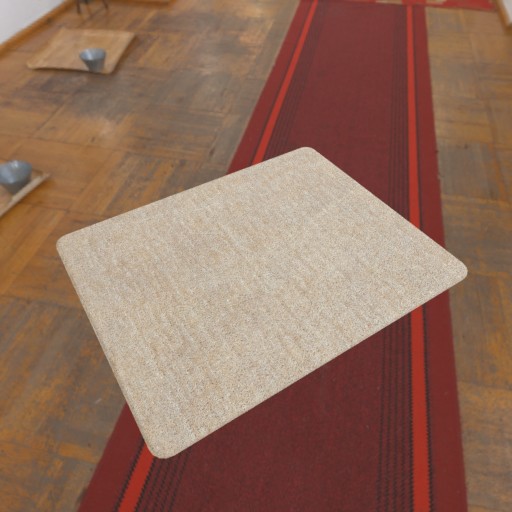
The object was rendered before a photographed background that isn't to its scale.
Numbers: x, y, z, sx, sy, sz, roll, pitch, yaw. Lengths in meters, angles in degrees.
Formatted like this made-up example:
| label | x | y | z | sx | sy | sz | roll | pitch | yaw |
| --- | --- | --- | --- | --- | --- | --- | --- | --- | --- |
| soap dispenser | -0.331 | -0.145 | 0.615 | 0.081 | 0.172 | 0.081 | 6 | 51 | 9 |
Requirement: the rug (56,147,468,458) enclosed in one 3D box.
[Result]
| label | x | y | z | sx | sy | sz | roll | pitch | yaw |
| --- | --- | --- | --- | --- | --- | --- | --- | --- | --- |
| rug | 0.000 | 0.000 | 3.391 | 2.528 | 0.048 | 2.009 | -25 | 51 | -22 |
